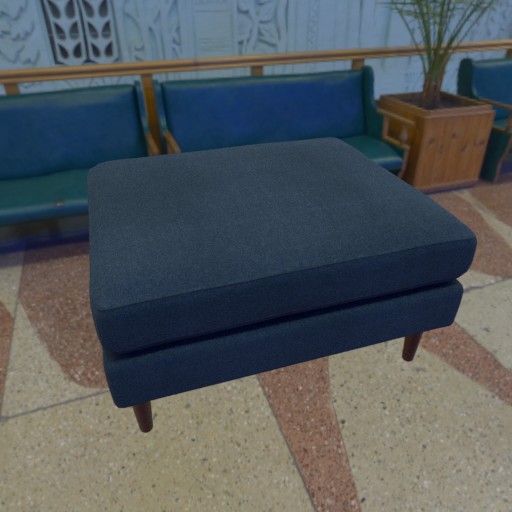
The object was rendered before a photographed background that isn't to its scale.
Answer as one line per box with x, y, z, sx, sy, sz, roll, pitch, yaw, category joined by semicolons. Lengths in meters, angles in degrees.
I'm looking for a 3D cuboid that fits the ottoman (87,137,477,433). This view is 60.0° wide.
0.000;0.000;1.218;0.821;0.474;0.693;-10;34;-15;ottoman
